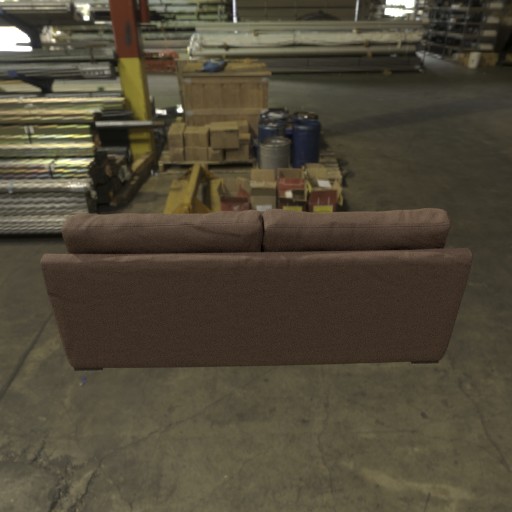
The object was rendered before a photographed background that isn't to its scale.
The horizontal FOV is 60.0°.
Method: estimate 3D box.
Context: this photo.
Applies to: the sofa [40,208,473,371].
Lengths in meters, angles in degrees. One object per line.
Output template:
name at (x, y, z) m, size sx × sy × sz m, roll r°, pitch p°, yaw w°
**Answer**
sofa at (0.000, 0.000, 2.903) m, size 2.274 × 0.950 × 1.140 m, roll -1°, pitch 30°, yaw -1°
